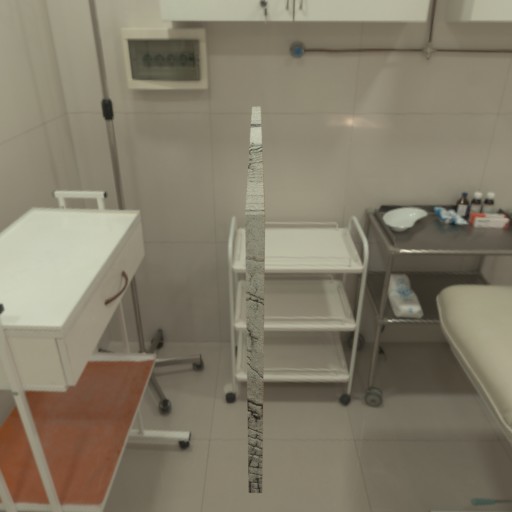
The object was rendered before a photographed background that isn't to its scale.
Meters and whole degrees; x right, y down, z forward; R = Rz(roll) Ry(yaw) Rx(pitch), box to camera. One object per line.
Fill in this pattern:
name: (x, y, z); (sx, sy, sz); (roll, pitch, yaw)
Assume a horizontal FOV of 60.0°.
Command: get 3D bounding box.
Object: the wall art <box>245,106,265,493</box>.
wall art: (0.000, 0.000, 1.451); (0.035, 0.758, 1.141); (0, 28, 0)
